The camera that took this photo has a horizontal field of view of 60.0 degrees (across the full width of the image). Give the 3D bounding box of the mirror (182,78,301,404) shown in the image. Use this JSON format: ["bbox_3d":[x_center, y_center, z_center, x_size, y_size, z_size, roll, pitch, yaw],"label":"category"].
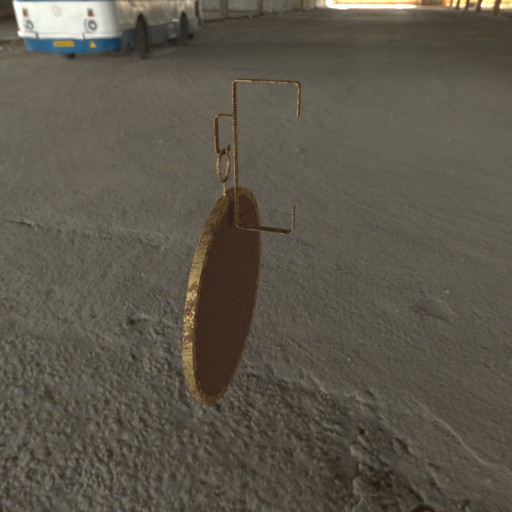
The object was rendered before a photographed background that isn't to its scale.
[{"bbox_3d":[0.000,0.000,0.871,0.144,0.651,0.447,8,32,13],"label":"mirror"}]
